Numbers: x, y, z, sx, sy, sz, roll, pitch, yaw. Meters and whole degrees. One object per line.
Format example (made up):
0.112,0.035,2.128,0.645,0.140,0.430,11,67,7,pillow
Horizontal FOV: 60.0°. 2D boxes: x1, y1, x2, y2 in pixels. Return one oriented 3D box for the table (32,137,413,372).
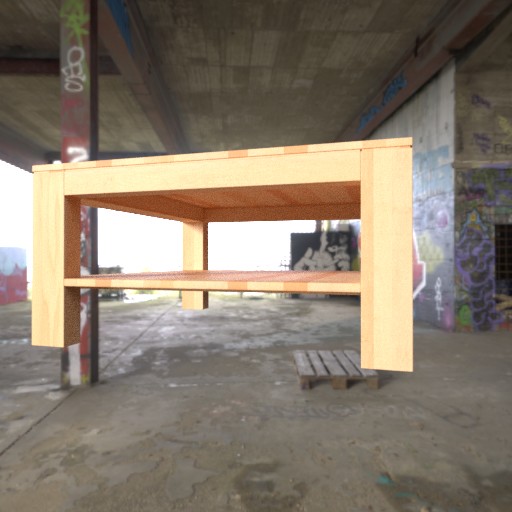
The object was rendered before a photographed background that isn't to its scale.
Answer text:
0.000,0.000,1.410,0.900,0.450,0.900,0,0,17,table
